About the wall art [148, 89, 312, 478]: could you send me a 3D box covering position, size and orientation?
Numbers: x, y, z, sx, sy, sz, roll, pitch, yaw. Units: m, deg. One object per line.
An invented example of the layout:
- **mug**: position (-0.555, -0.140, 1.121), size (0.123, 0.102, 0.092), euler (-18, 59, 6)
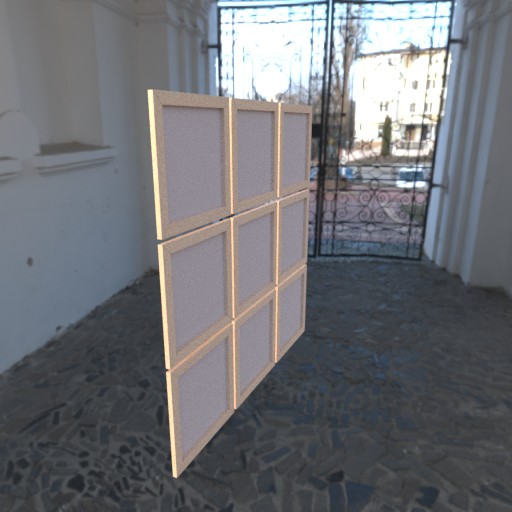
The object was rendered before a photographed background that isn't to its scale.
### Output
- **wall art**: position (0.000, 0.000, 1.821), size (0.016, 1.207, 1.217), euler (8, 18, 25)
